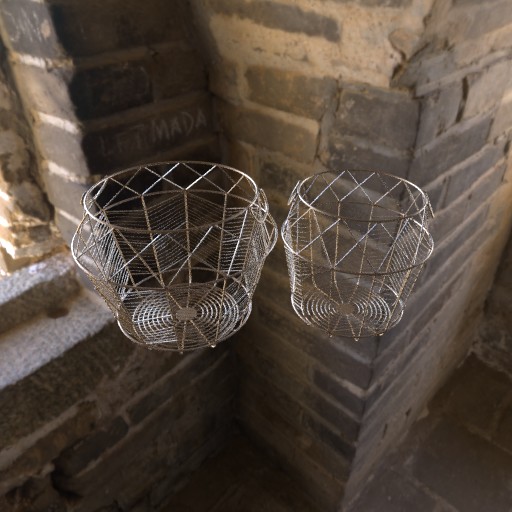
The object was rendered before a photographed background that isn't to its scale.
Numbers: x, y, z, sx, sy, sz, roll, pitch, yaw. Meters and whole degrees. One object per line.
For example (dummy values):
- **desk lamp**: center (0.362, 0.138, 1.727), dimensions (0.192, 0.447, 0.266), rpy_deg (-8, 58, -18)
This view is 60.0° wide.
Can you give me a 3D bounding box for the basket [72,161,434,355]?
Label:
- **basket**: center (0.000, 0.000, 1.047), dimensions (0.805, 0.343, 0.451), rpy_deg (-2, 32, -3)
